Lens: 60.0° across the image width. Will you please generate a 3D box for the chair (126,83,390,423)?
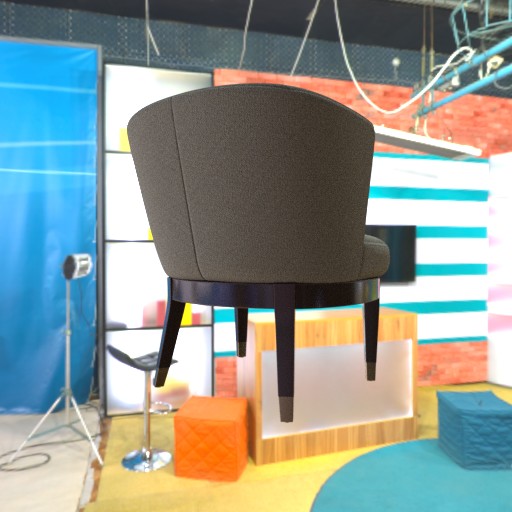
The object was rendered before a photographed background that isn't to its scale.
[{"bbox_3d":[0.000,0.000,1.295,0.700,0.760,0.660,0,1,36],"label":"chair"}]
